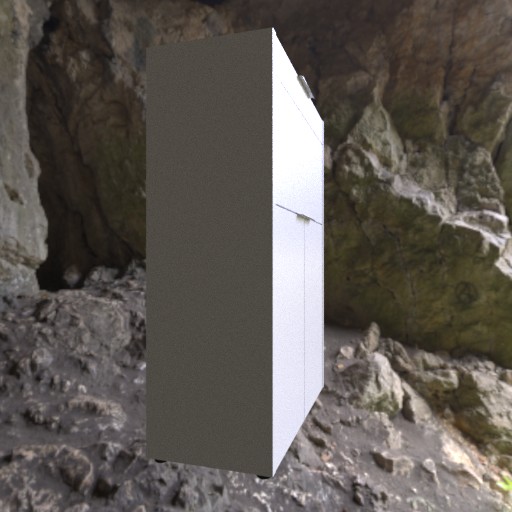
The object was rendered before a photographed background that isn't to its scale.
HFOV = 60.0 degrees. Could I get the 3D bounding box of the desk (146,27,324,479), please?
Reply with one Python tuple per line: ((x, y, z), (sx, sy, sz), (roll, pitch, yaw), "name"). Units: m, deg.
((0.000, 0.000, 1.613), (0.390, 1.190, 0.850), (0, 0, 18), "desk")
